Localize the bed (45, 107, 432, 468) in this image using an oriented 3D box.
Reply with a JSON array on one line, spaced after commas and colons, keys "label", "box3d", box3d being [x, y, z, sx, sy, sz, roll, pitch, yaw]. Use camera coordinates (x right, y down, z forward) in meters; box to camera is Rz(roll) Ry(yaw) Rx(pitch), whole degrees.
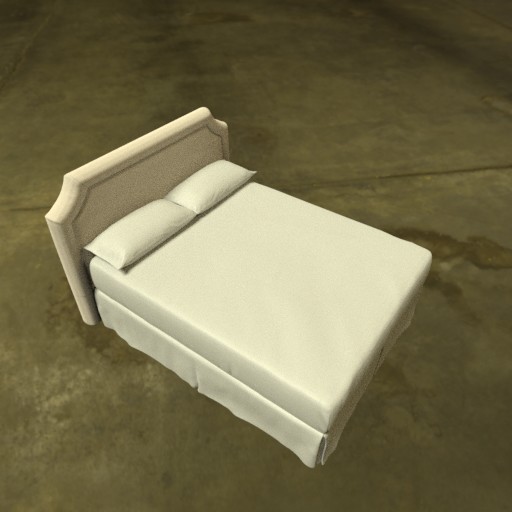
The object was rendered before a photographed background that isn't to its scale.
[{"label": "bed", "box3d": [0.000, 0.000, 3.273, 2.164, 1.297, 1.828, 26, 47, 26]}]
